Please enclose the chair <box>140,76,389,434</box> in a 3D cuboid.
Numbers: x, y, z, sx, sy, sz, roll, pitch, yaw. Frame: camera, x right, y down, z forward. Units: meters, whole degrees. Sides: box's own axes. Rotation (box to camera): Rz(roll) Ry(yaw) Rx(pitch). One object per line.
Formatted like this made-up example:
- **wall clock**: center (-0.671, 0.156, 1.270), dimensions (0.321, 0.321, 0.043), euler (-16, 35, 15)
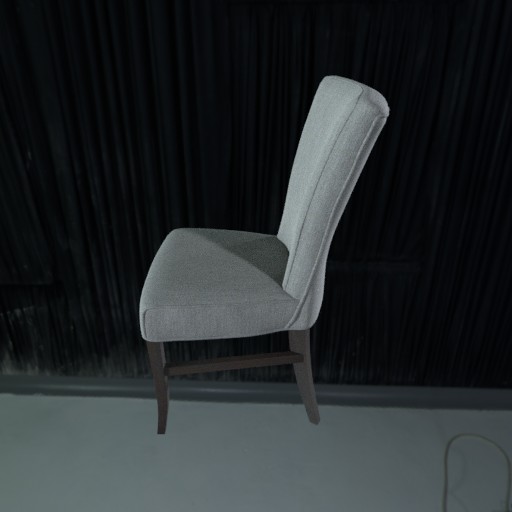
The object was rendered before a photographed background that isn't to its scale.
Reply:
- **chair**: center (0.000, 0.000, 1.362), dimensions (0.660, 0.991, 0.520), euler (0, 28, 0)
